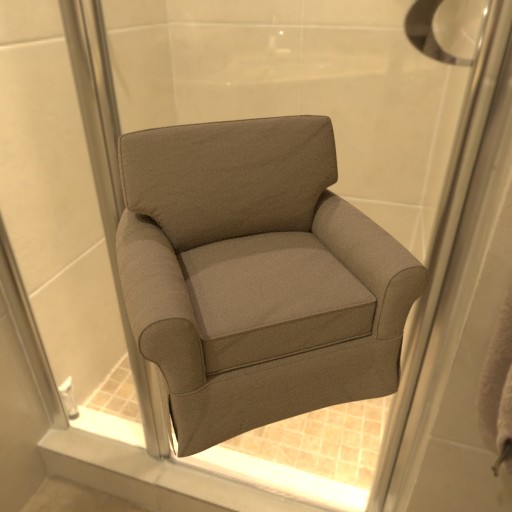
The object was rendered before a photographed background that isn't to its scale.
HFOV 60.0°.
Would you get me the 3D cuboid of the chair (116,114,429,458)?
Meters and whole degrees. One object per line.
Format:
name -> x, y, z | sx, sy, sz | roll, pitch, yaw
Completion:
chair -> 0.000, 0.000, 1.914 | 1.135, 1.017, 0.988 | -10, 32, -17
